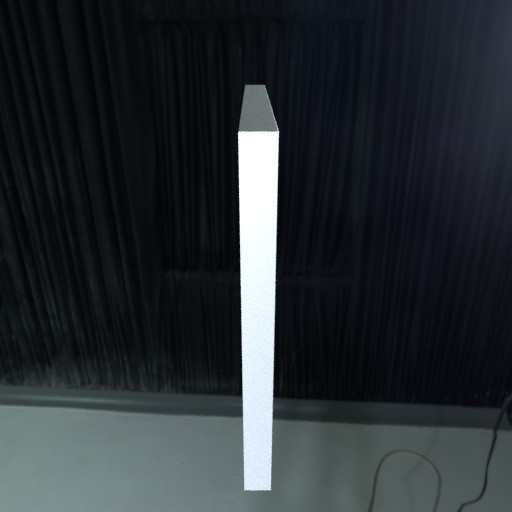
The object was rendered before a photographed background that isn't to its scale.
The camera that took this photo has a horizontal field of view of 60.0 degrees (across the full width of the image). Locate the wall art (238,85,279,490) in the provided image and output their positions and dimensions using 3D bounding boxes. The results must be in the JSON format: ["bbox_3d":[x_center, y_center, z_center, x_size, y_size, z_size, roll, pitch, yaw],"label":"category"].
[{"bbox_3d":[0.000,0.000,0.757,0.038,0.505,0.506,0,26,0],"label":"wall art"}]
